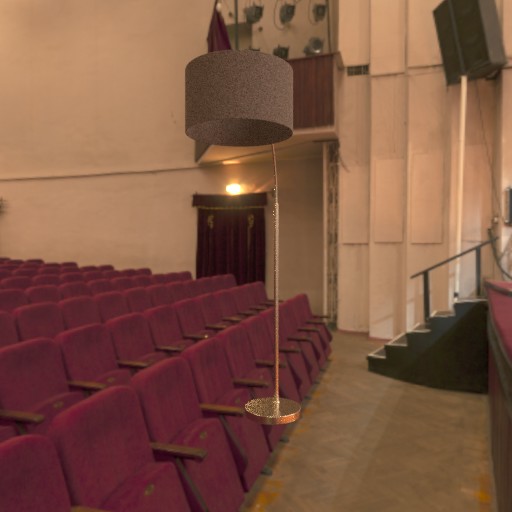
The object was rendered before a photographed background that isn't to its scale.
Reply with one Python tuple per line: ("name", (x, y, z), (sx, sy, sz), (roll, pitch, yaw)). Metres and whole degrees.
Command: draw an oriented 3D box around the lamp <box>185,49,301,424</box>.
("lamp", (0.000, 0.000, 2.114), (0.452, 1.735, 0.934), (0, 1, 17))
